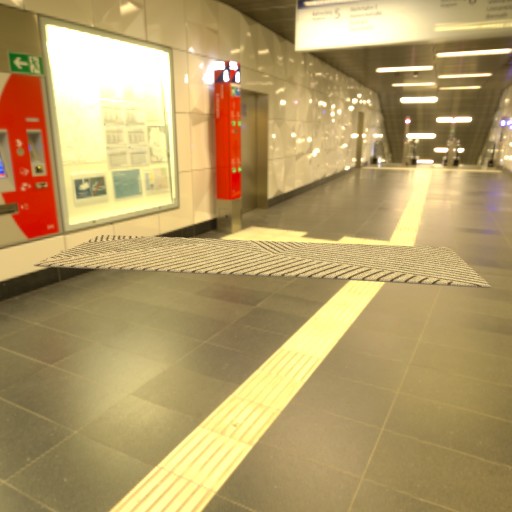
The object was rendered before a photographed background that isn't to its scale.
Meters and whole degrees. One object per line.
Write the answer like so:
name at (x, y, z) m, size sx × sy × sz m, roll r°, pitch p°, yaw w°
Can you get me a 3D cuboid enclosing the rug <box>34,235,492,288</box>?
rug at (0.000, 0.000, 2.695) m, size 2.439 × 0.020 × 0.773 m, roll 2°, pitch 16°, yaw 9°
